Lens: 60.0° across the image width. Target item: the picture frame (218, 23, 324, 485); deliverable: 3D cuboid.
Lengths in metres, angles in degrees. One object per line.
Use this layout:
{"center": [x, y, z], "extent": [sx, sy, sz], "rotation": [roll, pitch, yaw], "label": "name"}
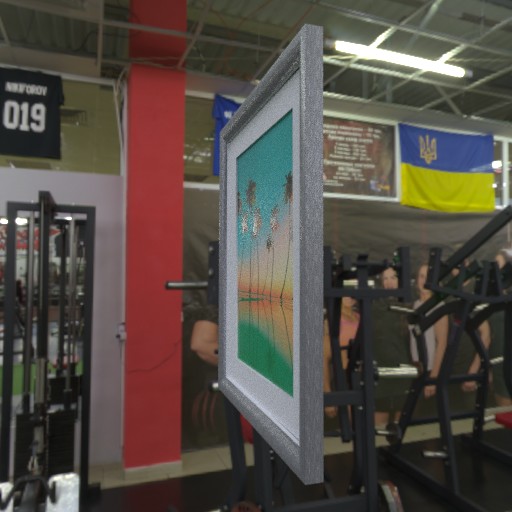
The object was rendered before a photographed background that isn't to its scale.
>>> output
{"center": [0.000, 0.000, 0.755], "extent": [0.029, 0.559, 0.454], "rotation": [1, -2, -18], "label": "picture frame"}
